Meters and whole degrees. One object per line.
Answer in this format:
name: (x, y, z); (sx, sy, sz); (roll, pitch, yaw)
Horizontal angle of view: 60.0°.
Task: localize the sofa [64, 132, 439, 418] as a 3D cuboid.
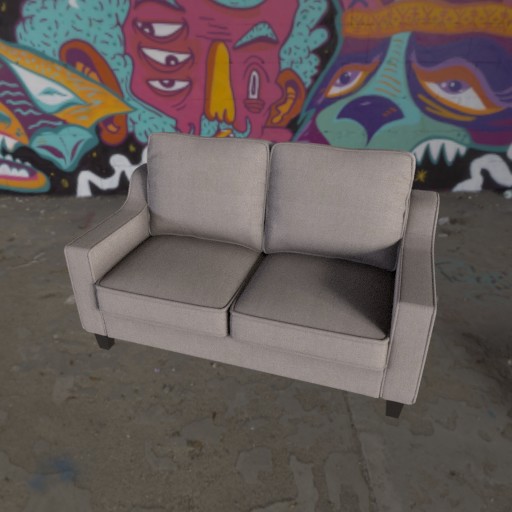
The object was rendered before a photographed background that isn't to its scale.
sofa: (0.000, 0.000, 2.024); (1.500, 0.948, 0.791); (9, 30, 16)
